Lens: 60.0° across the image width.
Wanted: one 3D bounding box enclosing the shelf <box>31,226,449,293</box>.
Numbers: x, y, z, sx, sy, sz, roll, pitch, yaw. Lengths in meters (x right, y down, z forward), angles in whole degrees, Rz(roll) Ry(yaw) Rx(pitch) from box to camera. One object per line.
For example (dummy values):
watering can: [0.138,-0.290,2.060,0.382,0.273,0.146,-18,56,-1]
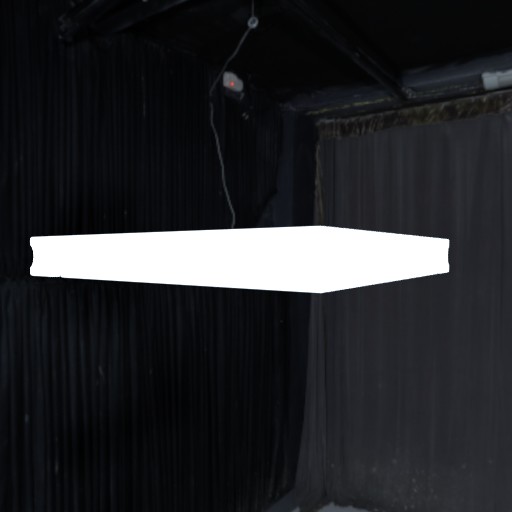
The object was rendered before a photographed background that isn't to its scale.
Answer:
shelf: [0.000,0.000,0.435,0.296,0.035,0.296,0,1,36]
